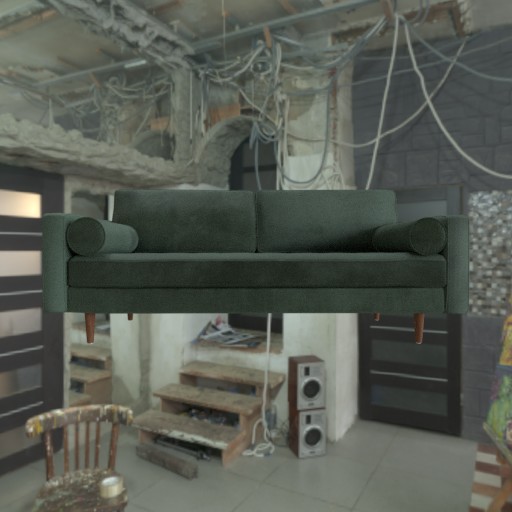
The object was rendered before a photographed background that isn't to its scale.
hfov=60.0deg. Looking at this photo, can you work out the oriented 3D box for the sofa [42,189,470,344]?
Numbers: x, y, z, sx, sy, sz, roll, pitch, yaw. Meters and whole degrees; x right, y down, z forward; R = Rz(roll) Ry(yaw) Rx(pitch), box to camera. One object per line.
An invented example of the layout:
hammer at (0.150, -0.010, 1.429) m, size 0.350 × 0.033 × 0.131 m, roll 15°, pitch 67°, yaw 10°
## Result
sofa at (0.000, 0.000, 2.354) m, size 1.880 × 0.772 × 0.916 m, roll 0°, pitch 1°, yaw -1°
